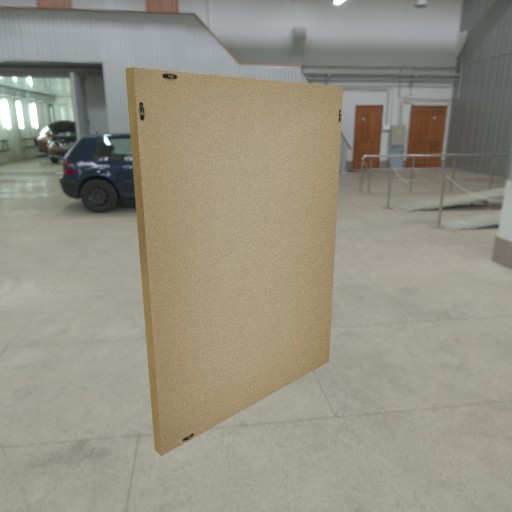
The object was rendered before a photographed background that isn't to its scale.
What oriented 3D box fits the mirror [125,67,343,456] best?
[{"bbox_3d":[0.000,0.000,1.366,0.762,1.016,0.041,-15,22,-41],"label":"mirror"}]
